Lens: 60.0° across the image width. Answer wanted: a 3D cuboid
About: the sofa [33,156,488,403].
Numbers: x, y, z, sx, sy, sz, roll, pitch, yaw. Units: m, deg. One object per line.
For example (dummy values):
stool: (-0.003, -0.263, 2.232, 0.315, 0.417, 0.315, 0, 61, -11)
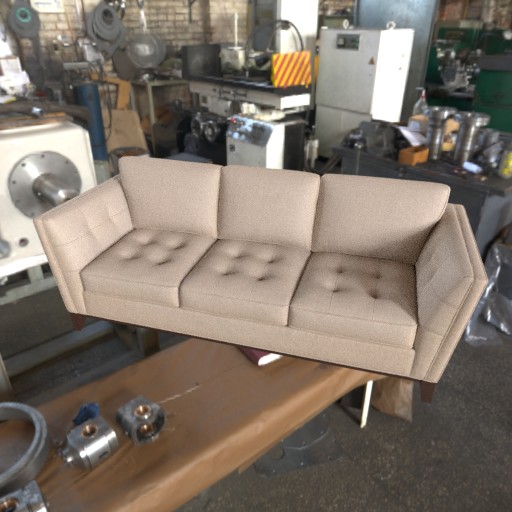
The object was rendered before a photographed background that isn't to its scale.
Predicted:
sofa: (0.000, 0.000, 2.761, 2.388, 0.940, 0.965, 8, 29, 15)
